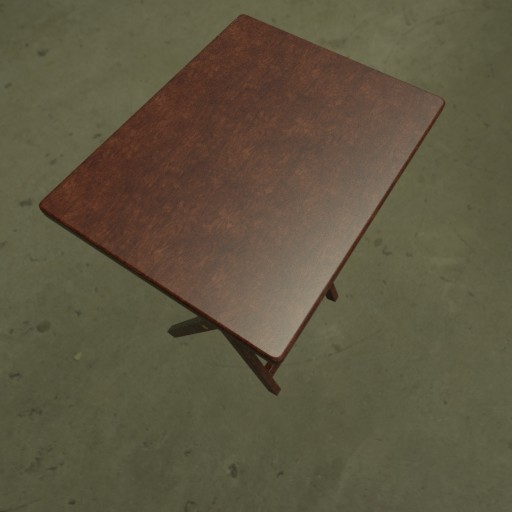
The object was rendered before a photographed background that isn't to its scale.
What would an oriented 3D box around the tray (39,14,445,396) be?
[{"bbox_3d":[0.000,0.000,0.921,0.381,0.660,0.483,30,67,15],"label":"tray"}]
